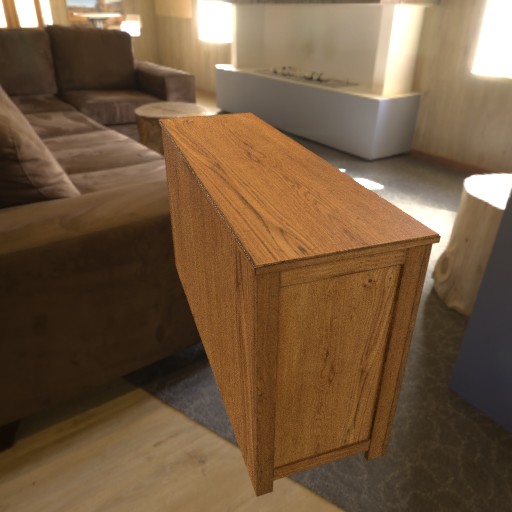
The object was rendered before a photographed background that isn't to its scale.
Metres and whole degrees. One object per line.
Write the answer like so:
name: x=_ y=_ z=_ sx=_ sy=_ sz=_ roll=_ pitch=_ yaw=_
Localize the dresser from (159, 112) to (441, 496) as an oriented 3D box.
dresser: x=0.000 y=0.000 z=2.039 sx=0.563 sy=0.932 sz=1.657 roll=-9 pitch=31 yaw=-16
